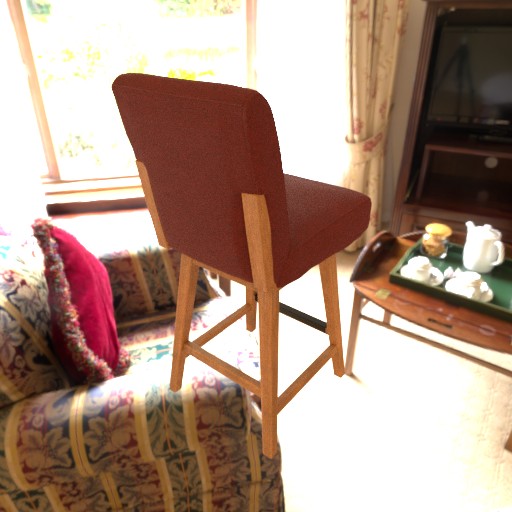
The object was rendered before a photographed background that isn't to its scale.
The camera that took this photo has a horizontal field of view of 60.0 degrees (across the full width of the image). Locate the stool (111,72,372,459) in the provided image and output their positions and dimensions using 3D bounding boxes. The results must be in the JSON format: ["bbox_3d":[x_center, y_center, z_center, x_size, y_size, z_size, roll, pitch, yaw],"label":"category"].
[{"bbox_3d":[0.000,0.000,1.315,0.468,1.038,0.562,21,36,33],"label":"stool"}]
